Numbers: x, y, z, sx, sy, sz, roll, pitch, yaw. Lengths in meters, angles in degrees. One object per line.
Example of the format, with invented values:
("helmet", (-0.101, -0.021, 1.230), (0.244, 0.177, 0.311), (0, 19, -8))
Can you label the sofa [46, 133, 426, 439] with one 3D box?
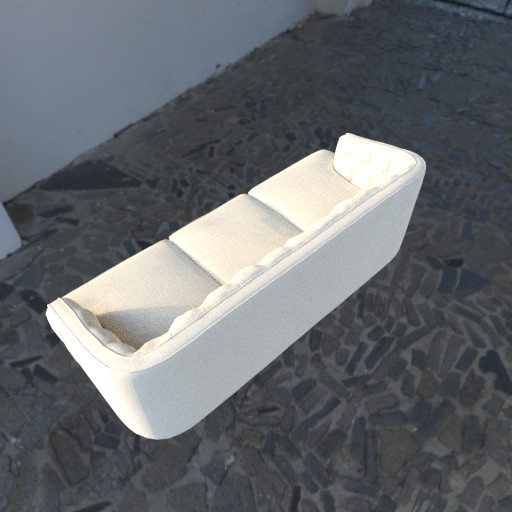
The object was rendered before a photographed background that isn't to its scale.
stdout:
("sofa", (0.000, 0.000, 2.687), (2.278, 0.855, 0.941), (-34, 55, -28))
